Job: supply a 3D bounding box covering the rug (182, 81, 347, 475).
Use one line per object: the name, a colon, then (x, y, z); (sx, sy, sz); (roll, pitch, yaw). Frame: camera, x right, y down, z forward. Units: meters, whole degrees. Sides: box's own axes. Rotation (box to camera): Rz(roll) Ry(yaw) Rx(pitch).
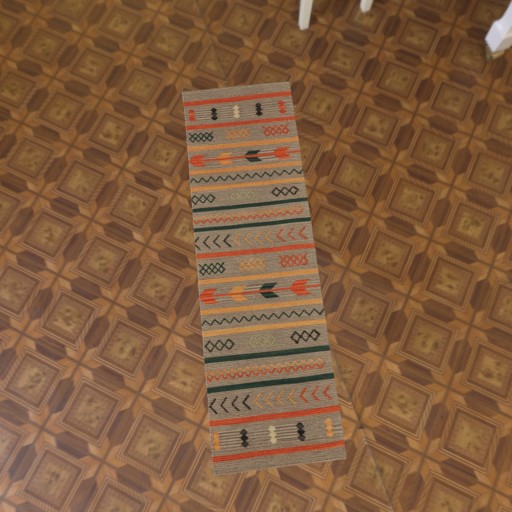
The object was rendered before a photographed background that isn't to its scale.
rug: (0.000, 0.000, 2.739); (0.744, 0.022, 2.419); (-6, 76, -2)
